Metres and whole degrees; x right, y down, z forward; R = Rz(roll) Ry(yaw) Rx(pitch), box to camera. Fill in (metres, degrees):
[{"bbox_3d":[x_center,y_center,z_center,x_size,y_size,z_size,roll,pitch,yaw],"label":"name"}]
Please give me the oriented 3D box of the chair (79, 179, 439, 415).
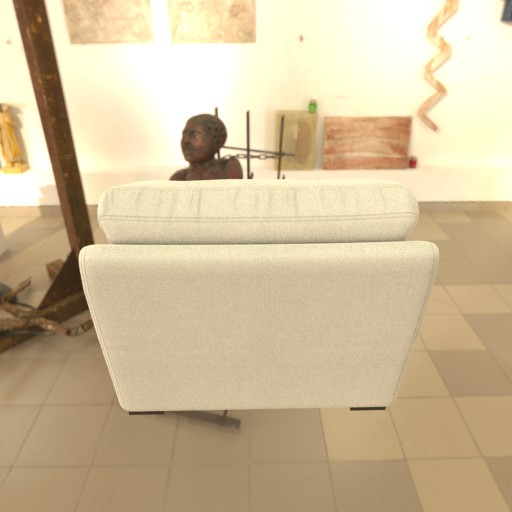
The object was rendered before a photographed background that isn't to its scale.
[{"bbox_3d":[0.000,0.000,1.921,1.140,0.930,1.158,-1,30,-1],"label":"chair"}]
